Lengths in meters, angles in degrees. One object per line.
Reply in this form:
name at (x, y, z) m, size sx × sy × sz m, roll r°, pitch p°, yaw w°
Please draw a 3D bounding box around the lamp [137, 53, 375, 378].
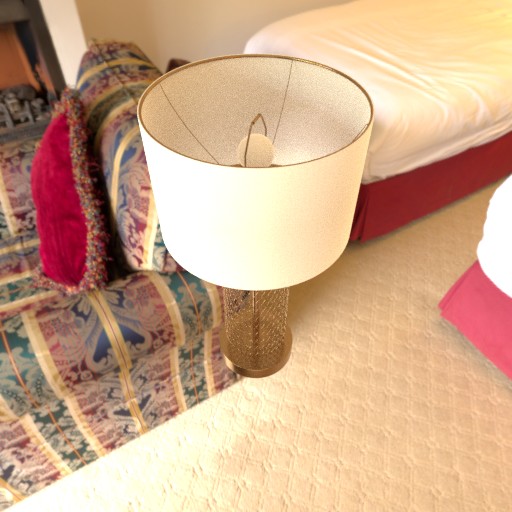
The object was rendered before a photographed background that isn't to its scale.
lamp at (0.000, 0.000, 0.651) m, size 0.252 × 0.483 × 0.252 m, roll 16°, pitch 48°, yaw 15°
